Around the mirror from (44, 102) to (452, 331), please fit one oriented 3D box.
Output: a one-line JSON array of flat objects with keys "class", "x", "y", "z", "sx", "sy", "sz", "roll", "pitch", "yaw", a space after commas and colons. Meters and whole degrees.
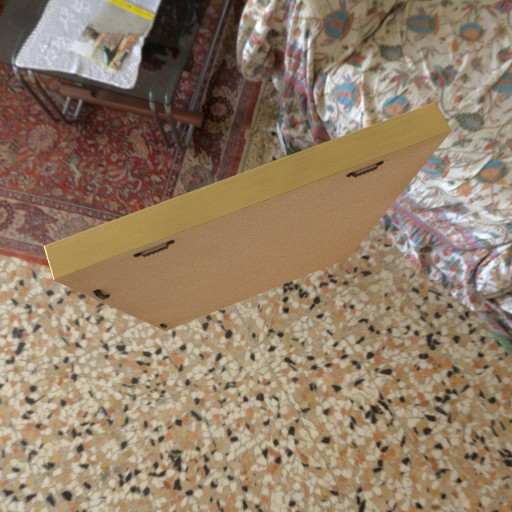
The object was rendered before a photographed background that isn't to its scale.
[{"class": "mirror", "x": 0.000, "y": 0.000, "z": 0.668, "sx": 0.405, "sy": 0.508, "sz": 0.041, "roll": -21, "pitch": 76, "yaw": -5}]
